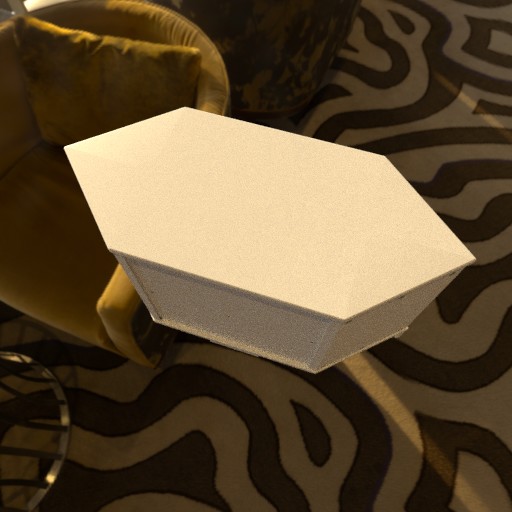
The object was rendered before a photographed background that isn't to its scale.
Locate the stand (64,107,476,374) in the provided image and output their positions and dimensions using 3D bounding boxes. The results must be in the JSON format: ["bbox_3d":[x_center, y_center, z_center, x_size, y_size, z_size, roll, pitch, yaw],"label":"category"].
[{"bbox_3d":[0.000,0.000,1.370,1.072,0.614,0.477,16,64,8],"label":"stand"}]
